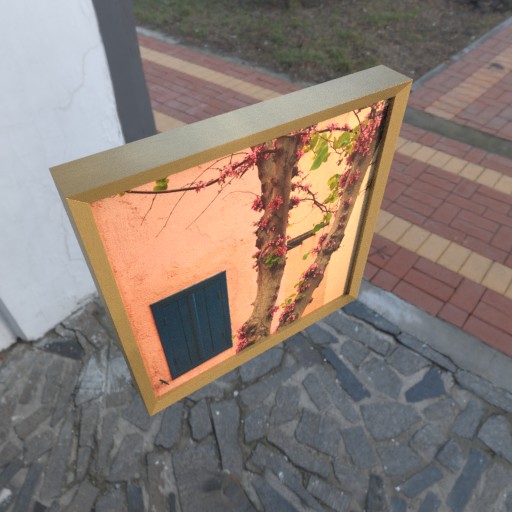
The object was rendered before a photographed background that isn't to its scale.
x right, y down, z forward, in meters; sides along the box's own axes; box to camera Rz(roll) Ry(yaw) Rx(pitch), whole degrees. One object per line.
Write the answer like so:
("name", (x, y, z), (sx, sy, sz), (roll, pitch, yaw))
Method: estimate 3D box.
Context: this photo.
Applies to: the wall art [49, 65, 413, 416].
("wall art", (0.000, 0.000, 0.450), (0.304, 0.305, 0.038), (-25, 51, -23))
